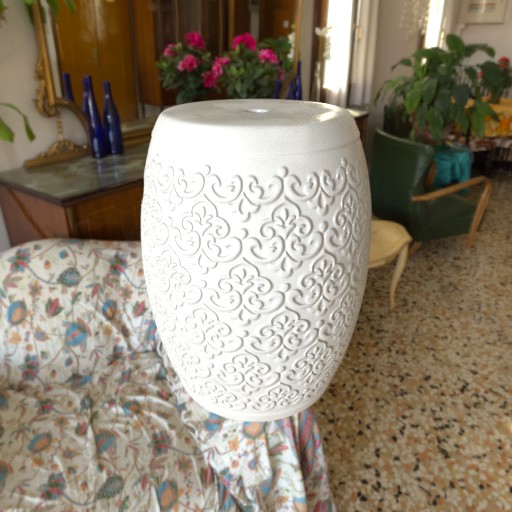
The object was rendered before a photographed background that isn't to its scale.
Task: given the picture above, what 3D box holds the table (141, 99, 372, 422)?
[{"bbox_3d":[0.000,0.000,0.625,0.309,0.397,0.309,0,26,0],"label":"table"}]
